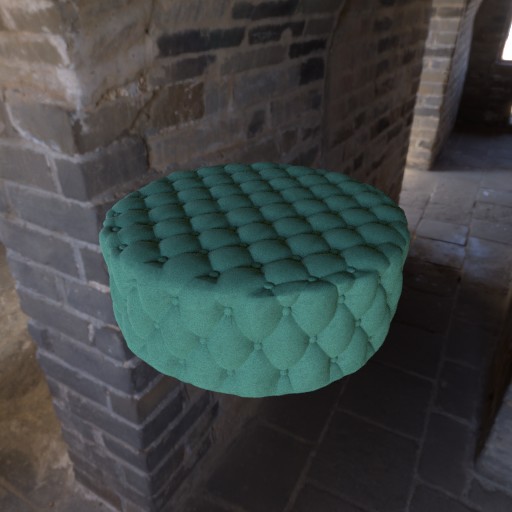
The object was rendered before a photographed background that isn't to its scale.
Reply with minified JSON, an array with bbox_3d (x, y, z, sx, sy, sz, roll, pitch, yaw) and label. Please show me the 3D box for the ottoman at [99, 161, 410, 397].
[{"bbox_3d":[0.000,0.000,1.550,0.998,0.399,0.998,0,30,0],"label":"ottoman"}]
